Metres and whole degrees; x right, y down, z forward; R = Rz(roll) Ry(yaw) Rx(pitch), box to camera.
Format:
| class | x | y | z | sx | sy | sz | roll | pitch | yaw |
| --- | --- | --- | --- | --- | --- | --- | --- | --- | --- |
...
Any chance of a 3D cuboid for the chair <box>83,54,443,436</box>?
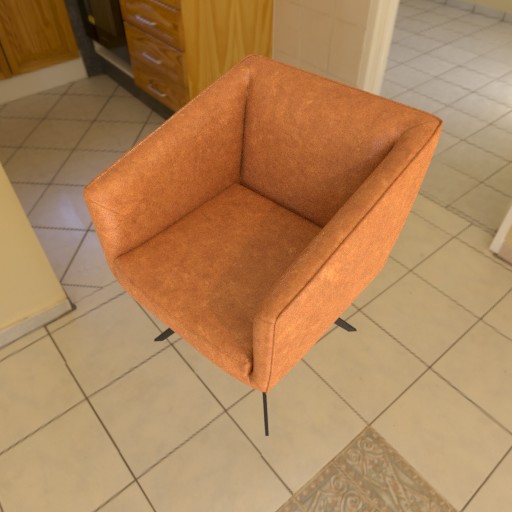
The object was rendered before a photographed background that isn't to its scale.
| class | x | y | z | sx | sy | sz | roll | pitch | yaw |
| --- | --- | --- | --- | --- | --- | --- | --- | --- | --- |
| chair | 0.000 | 0.000 | 1.209 | 0.588 | 0.760 | 0.625 | 32 | 54 | 27 |
